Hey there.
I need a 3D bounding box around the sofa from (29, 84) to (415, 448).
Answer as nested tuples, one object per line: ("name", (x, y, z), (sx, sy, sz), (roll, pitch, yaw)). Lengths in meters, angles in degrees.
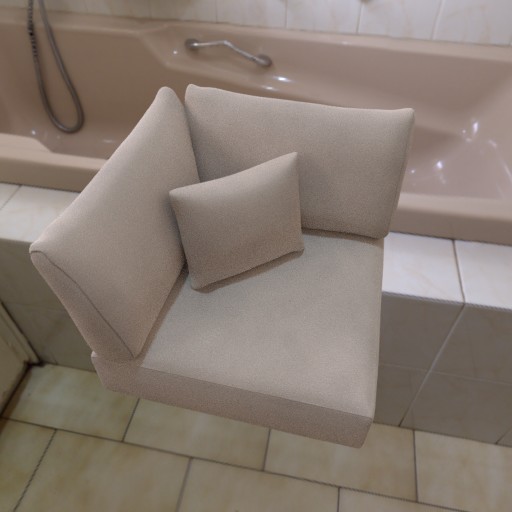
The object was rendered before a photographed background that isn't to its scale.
("sofa", (0.000, 0.000, 1.654), (1.000, 0.820, 1.000), (10, 47, 9))
